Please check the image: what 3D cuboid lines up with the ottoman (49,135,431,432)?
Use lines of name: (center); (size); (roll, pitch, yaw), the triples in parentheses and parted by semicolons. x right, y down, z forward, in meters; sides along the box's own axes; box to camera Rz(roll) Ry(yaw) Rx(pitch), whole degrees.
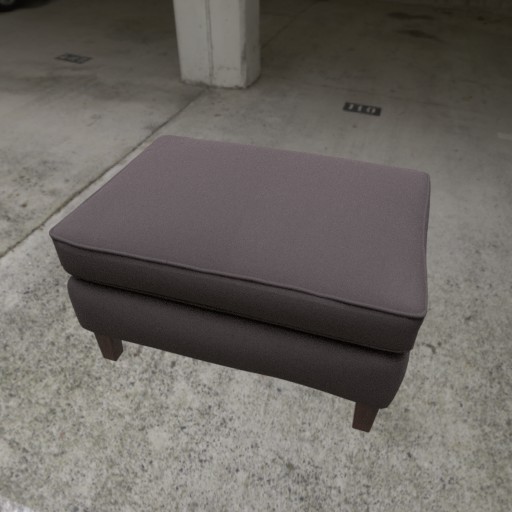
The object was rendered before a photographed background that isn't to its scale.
ottoman: (0.000, 0.000, 0.987); (0.686, 0.406, 0.508); (11, 41, 14)
